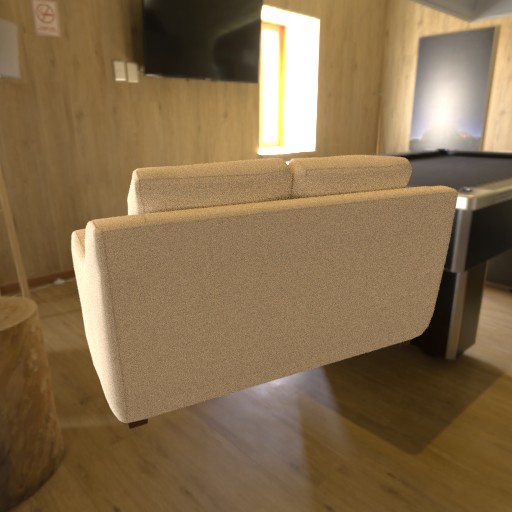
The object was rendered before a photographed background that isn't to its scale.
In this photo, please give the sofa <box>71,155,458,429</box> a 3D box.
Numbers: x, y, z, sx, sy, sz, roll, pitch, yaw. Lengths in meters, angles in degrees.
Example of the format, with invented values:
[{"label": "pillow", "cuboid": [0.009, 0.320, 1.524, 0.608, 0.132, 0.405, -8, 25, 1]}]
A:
[{"label": "sofa", "cuboid": [0.000, 0.000, 2.313, 1.744, 1.047, 1.040, -9, 20, -26]}]
